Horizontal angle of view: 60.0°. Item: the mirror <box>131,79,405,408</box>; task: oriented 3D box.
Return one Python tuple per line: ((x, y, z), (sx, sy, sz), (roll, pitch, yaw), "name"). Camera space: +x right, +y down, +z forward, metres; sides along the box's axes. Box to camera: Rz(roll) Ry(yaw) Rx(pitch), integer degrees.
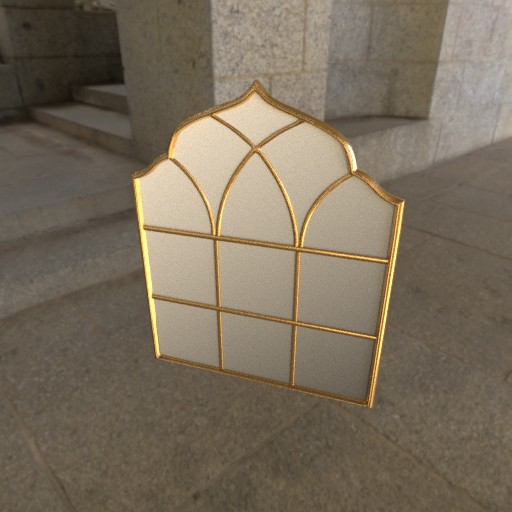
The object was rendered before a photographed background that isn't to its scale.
((0.000, 0.000, 0.855), (0.513, 0.635, 0.018), (8, 28, 16), "mirror")
